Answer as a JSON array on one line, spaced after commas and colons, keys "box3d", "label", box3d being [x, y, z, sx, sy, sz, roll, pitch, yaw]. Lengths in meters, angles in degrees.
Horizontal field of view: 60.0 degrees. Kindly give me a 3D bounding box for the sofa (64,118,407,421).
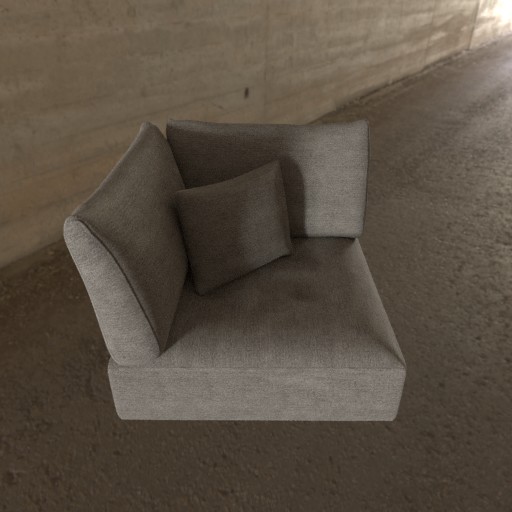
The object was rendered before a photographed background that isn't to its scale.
[{"box3d": [0.000, 0.000, 1.729, 1.000, 0.820, 1.000, 0, 32, 0], "label": "sofa"}]
